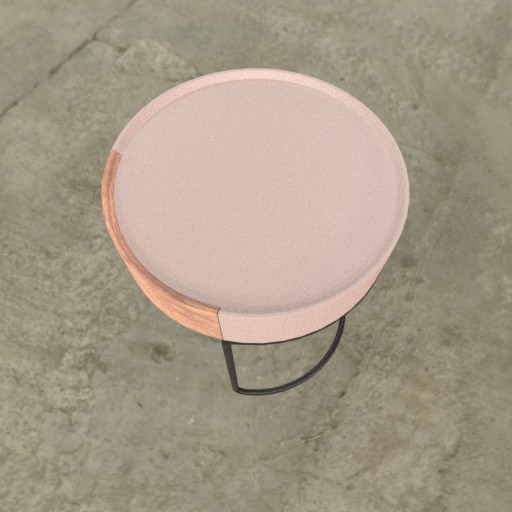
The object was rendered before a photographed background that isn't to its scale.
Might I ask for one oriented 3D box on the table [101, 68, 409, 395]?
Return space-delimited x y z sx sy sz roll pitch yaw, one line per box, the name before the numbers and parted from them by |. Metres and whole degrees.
table | 0.000 0.000 0.886 0.450 0.530 0.450 0 63 0
